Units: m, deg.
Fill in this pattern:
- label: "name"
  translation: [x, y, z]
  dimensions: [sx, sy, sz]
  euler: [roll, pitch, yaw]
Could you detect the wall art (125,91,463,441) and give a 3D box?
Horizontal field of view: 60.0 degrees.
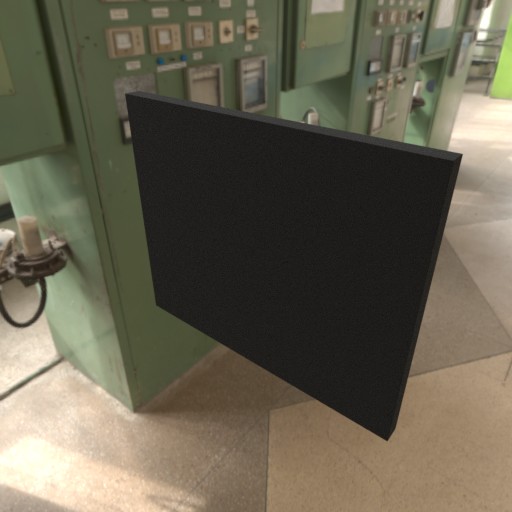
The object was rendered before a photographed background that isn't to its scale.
- label: "wall art"
  translation: [0.000, 0.000, 0.742]
  dimensions: [0.558, 0.457, 0.031]
  euler: [23, 38, 33]
